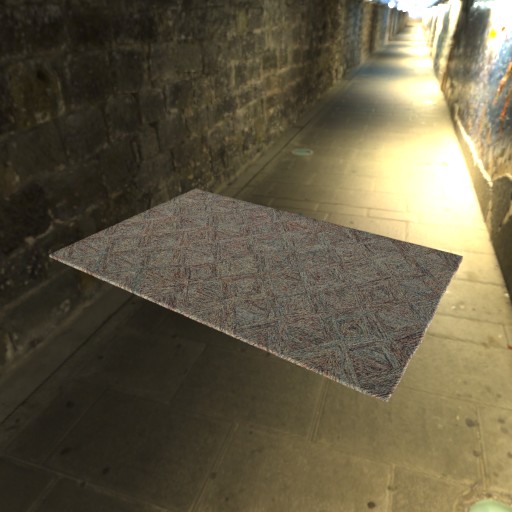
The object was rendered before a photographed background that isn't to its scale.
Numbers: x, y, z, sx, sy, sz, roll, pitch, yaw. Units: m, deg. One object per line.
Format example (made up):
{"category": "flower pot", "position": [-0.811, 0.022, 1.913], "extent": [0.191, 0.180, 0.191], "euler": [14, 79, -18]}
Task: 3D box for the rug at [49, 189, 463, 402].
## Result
{"category": "rug", "position": [0.000, 0.000, 2.235], "extent": [1.761, 0.014, 1.143], "euler": [18, 33, 29]}
